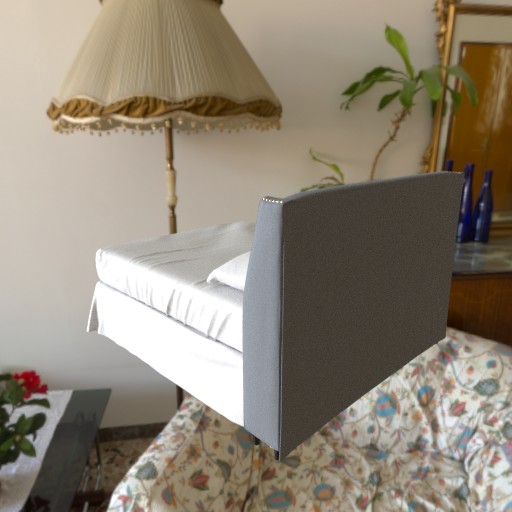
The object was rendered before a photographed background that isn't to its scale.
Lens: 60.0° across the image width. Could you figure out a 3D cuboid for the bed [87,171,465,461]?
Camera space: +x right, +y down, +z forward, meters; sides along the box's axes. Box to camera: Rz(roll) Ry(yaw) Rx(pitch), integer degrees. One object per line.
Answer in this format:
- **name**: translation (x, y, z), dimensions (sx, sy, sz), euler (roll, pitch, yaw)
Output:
- **bed**: translation (0.000, 0.000, 3.402), dimensions (1.925, 1.332, 2.276), euler (-15, 22, -42)
